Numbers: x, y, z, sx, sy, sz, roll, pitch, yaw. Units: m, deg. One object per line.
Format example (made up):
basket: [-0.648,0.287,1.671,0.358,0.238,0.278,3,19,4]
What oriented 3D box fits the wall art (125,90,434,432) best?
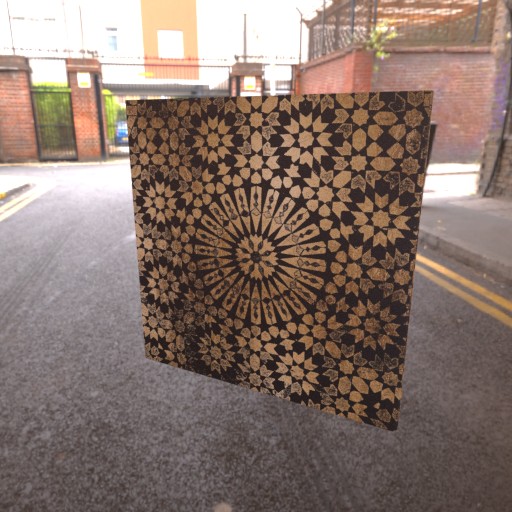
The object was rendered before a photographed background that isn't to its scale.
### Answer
wall art: [0.000,0.000,1.344,0.914,0.914,0.038,8,18,26]
